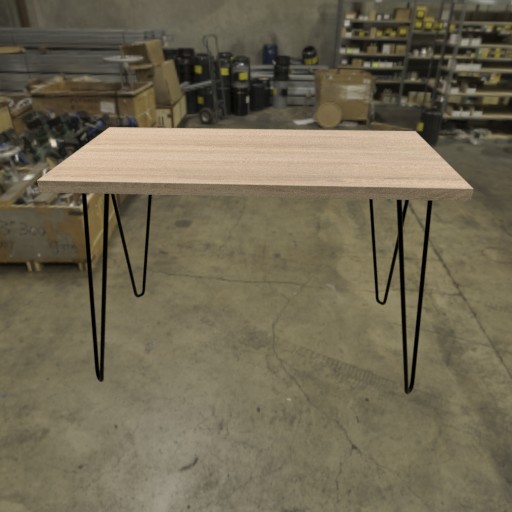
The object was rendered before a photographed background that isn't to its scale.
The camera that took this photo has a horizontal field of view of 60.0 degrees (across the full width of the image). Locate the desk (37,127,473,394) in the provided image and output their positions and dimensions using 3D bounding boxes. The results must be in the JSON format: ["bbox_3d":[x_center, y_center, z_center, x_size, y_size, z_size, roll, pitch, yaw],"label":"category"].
[{"bbox_3d":[0.000,0.000,1.384,0.991,0.660,0.499,2,30,3],"label":"desk"}]
